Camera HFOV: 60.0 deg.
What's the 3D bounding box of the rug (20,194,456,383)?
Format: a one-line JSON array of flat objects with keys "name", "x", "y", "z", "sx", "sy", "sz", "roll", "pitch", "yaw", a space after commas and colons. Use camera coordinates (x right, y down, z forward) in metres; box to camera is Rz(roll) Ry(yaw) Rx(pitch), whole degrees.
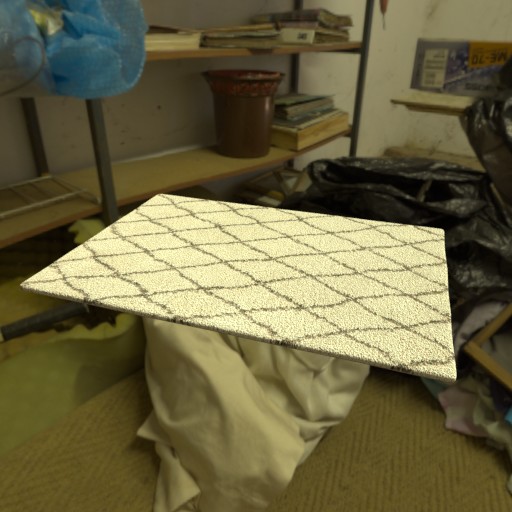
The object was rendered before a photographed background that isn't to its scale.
[{"name": "rug", "x": 0.000, "y": 0.000, "z": 2.191, "sx": 1.778, "sy": 0.030, "sz": 1.219, "roll": 9, "pitch": 29, "yaw": 16}]
